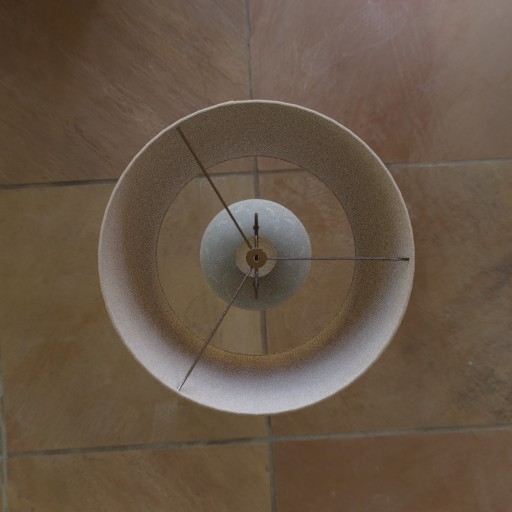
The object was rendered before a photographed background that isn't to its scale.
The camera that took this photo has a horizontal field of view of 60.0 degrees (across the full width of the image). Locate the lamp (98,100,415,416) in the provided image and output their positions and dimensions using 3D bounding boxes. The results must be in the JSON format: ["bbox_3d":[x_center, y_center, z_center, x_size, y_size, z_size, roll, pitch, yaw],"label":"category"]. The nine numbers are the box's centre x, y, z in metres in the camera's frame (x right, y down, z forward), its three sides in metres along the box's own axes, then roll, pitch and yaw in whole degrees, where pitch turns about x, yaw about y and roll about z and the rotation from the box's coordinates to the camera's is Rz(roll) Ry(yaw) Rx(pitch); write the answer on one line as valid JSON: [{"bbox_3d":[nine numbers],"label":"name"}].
[{"bbox_3d":[0.000,0.000,0.579,0.269,0.409,0.269,0,91,0],"label":"lamp"}]
